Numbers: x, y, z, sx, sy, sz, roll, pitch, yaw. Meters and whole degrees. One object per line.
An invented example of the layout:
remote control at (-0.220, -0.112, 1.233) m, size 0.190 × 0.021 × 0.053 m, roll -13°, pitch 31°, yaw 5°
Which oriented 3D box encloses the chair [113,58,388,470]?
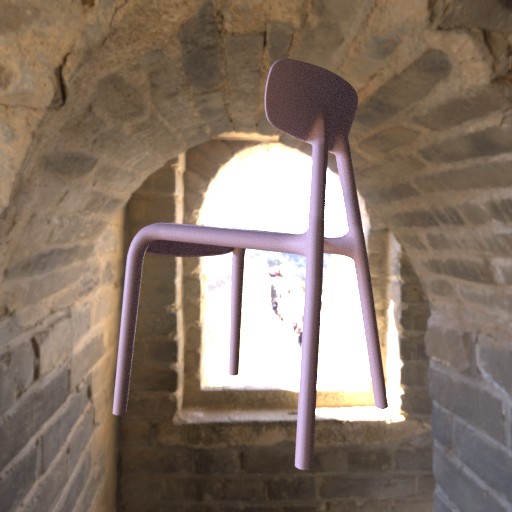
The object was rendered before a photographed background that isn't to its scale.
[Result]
chair at (0.000, 0.000, 0.836) m, size 0.401 × 0.580 × 0.356 m, roll 0°, pitch 0°, yaw 36°
